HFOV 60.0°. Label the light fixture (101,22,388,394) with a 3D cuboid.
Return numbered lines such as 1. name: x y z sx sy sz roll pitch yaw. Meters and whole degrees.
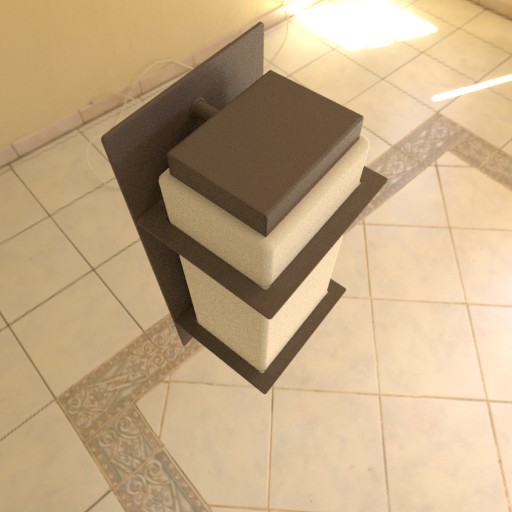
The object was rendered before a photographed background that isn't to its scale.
1. light fixture: 0.000 0.000 0.420 0.146 0.347 0.153 34 64 19
